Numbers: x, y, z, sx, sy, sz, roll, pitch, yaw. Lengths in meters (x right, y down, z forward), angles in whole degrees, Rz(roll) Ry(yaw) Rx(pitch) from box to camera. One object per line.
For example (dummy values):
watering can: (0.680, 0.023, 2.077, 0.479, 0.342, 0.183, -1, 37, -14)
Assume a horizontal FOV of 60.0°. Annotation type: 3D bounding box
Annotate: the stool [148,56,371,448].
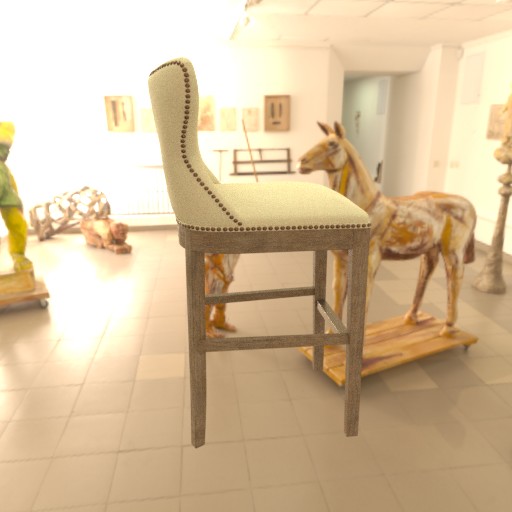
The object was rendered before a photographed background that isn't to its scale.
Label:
stool: (0.000, 0.000, 1.427, 0.606, 1.123, 0.494, -2, 17, -8)
